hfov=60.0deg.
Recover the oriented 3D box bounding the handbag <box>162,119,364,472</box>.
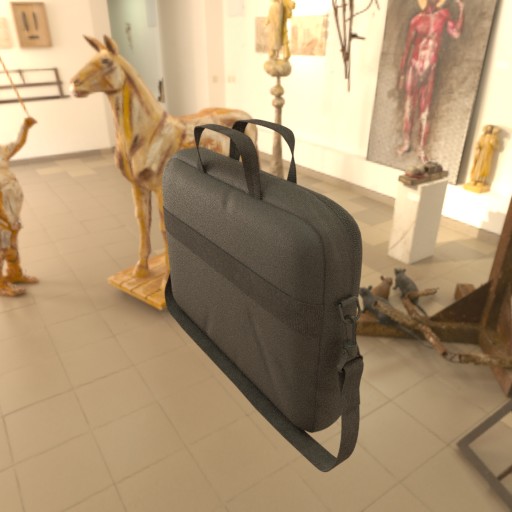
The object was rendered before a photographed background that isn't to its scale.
[{"bbox_3d":[0.000,0.000,0.426,0.089,0.244,0.320,-17,32,-31],"label":"handbag"}]
